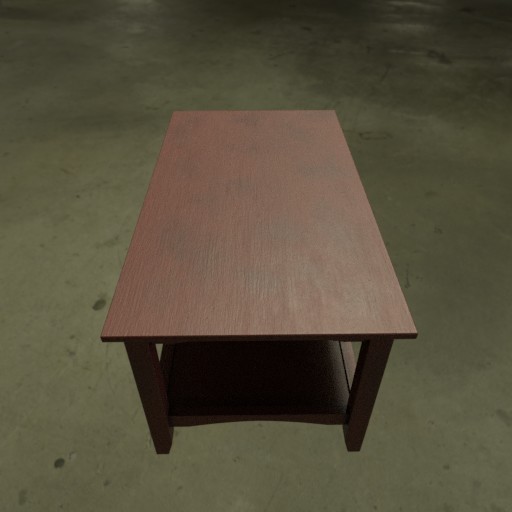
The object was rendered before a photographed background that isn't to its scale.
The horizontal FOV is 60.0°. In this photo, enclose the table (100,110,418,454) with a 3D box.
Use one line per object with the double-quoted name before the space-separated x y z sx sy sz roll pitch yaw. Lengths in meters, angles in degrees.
"table" 0.000 0.000 1.244 0.533 0.456 0.943 -1 40 -1
